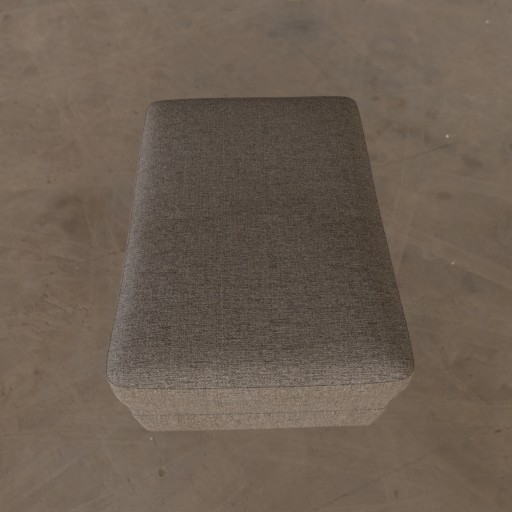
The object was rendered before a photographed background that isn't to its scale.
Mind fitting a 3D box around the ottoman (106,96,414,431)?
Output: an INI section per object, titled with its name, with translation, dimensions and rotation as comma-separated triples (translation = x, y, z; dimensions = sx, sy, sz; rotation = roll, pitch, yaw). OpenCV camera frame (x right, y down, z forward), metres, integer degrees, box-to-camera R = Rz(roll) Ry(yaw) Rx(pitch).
[ottoman]
translation = 0.000, 0.000, 1.247
dimensions = 0.637, 0.478, 0.885
rotation = -1, 57, -1
